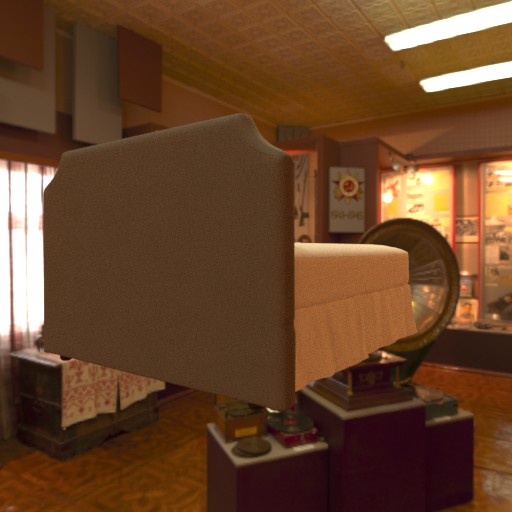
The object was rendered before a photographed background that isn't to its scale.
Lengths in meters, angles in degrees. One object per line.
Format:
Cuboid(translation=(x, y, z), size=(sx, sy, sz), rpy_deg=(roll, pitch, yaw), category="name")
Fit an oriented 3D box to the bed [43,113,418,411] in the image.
Cuboid(translation=(0.000, 0.000, 3.189), size=(1.831, 1.297, 2.181), rpy_deg=(1, 1, 35), category="bed")
